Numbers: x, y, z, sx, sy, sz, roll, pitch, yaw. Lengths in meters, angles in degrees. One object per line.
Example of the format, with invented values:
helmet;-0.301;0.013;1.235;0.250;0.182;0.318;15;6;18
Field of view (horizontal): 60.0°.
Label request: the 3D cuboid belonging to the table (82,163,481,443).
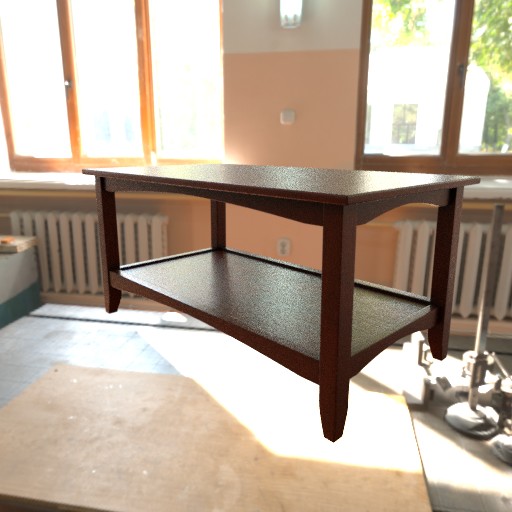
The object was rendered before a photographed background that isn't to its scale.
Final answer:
table;0.000;0.000;1.226;0.533;0.456;0.943;-14;20;-42
